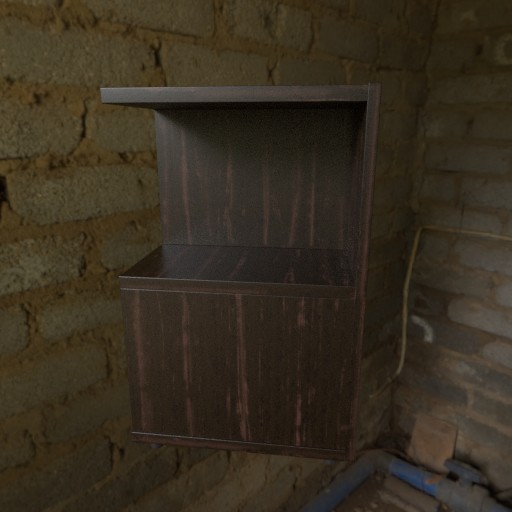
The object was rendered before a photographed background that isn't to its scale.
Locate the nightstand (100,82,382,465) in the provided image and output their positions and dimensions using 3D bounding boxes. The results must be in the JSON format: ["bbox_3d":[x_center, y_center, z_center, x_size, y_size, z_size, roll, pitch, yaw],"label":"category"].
[{"bbox_3d":[0.000,0.000,0.819,0.356,0.559,0.400,2,16,7],"label":"nightstand"}]
